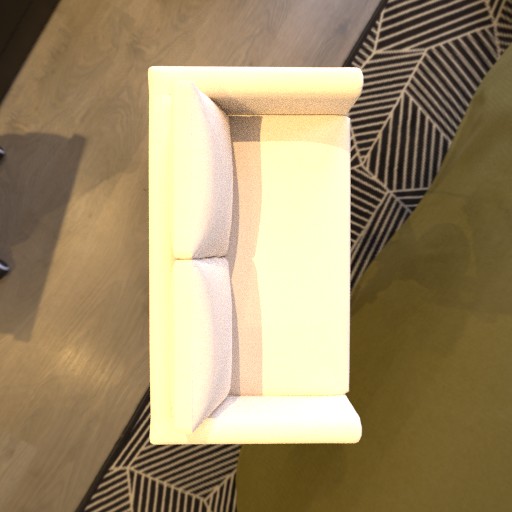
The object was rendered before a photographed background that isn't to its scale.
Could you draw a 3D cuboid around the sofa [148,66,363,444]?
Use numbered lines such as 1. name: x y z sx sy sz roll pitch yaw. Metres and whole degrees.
1. sofa: 0.000 0.000 2.089 0.905 0.873 1.598 0 91 -1
